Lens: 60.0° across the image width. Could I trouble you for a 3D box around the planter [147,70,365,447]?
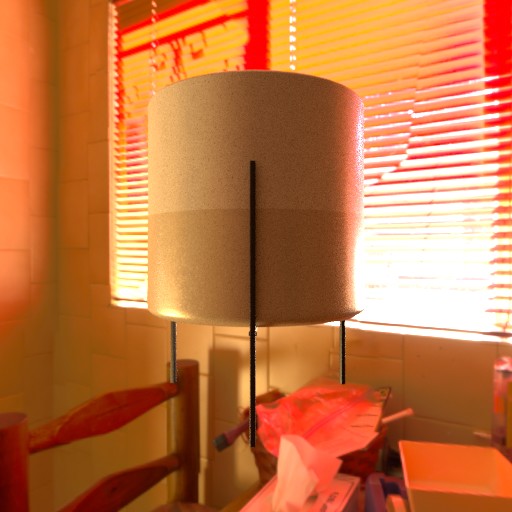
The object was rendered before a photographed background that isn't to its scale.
[{"bbox_3d":[0.000,0.000,0.745,0.359,0.484,0.368,0,0,1],"label":"planter"}]
